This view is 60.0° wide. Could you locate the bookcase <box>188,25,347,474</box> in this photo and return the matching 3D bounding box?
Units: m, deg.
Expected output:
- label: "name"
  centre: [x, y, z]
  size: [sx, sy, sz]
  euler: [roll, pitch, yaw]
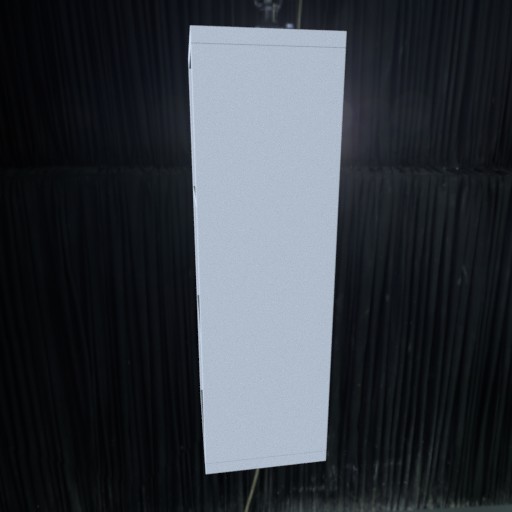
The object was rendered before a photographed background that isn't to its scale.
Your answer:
- label: "bookcase"
  centre: [0.000, 0.000, 1.244]
  size: [0.330, 1.080, 0.390]
  euler: [-2, 15, -9]
